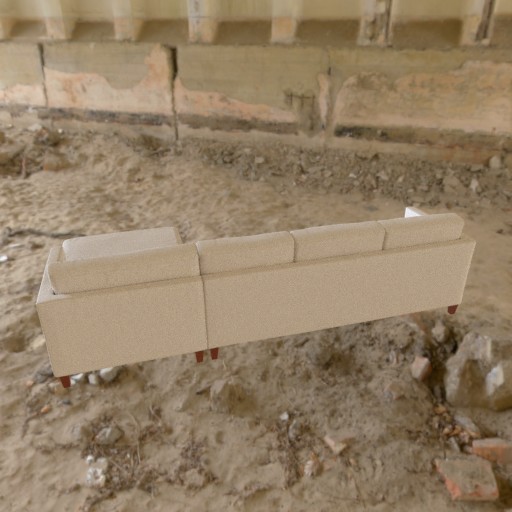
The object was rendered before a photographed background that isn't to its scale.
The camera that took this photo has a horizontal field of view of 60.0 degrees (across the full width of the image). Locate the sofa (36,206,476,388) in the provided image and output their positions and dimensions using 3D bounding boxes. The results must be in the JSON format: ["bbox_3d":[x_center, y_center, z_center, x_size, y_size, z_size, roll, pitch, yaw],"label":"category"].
[{"bbox_3d":[0.000,0.000,4.096,3.471,0.954,1.606,-8,27,-15],"label":"sofa"}]
